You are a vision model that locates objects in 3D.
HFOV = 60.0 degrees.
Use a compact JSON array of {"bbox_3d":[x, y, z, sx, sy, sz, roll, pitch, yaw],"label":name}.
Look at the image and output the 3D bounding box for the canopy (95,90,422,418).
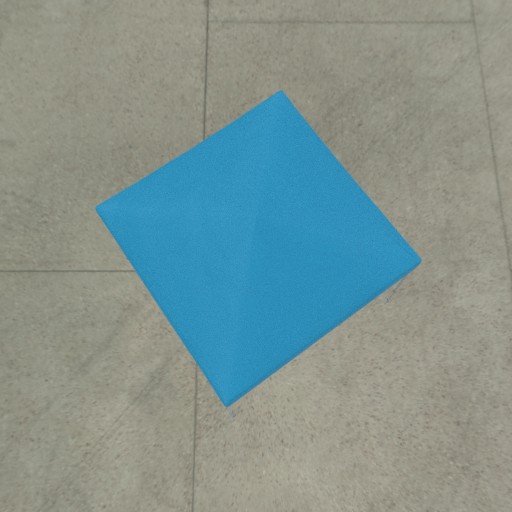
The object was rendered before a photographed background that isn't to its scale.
[{"bbox_3d":[0.000,0.000,5.295,2.849,2.850,2.850,-35,78,-8],"label":"canopy"}]
